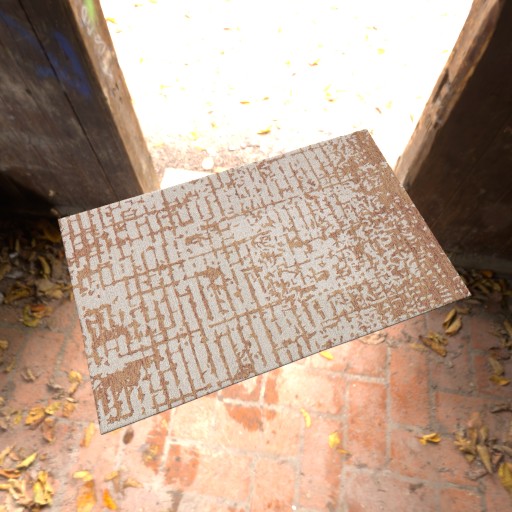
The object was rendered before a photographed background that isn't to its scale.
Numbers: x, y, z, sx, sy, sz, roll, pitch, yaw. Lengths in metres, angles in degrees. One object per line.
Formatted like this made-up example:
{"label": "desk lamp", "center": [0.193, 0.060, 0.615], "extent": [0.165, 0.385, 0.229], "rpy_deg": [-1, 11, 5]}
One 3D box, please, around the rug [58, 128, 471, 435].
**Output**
{"label": "rug", "center": [0.000, 0.000, 3.015], "extent": [2.435, 0.011, 1.517], "rpy_deg": [-18, 65, -9]}
